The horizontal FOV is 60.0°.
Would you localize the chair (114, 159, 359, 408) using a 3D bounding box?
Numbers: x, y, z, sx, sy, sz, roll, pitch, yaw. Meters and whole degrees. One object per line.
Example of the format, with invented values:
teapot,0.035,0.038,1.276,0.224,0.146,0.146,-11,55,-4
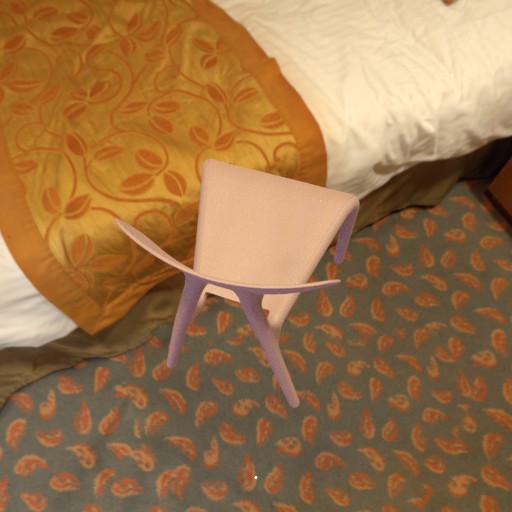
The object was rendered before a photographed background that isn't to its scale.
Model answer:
chair,0.000,0.000,0.839,0.356,0.580,0.401,15,65,8
